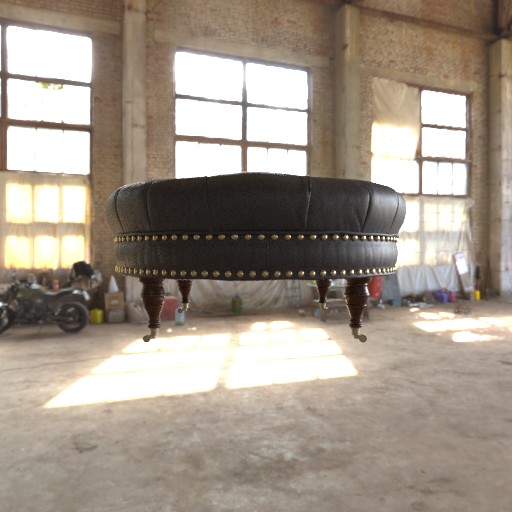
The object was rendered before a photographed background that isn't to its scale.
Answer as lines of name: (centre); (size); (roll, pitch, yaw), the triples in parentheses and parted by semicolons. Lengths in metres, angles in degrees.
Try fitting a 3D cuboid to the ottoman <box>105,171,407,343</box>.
ottoman: (0.000, 0.000, 1.401); (0.901, 0.439, 0.901); (0, 1, 0)
